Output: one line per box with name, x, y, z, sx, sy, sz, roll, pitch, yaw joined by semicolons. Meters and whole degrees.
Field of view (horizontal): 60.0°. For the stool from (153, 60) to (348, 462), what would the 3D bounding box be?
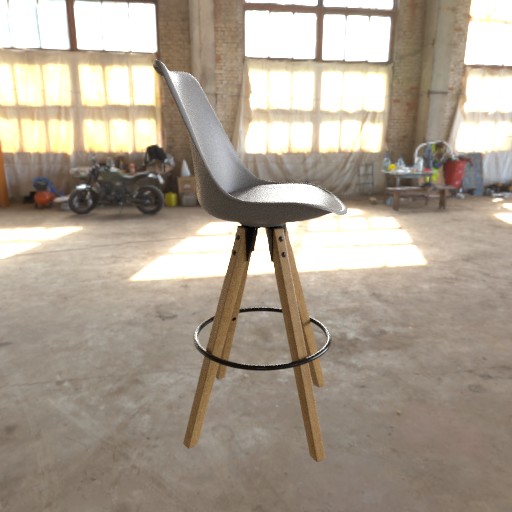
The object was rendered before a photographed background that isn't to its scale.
stool;0.000;0.000;1.392;0.550;1.115;0.485;2;16;8
